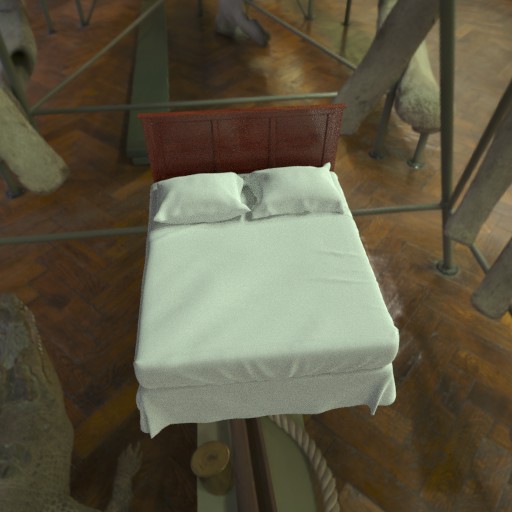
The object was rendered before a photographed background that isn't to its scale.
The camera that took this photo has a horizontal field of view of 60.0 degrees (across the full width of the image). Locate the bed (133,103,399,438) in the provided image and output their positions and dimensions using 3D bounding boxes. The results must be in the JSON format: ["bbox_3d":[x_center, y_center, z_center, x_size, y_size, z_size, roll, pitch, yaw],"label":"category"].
[{"bbox_3d":[0.000,0.000,3.272,1.870,1.270,2.050,-4,47,-4],"label":"bed"}]
